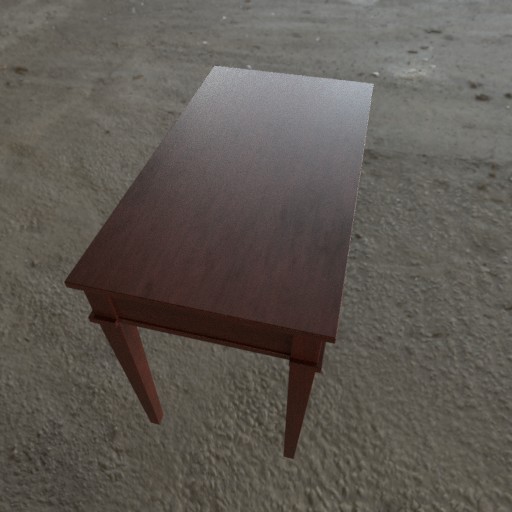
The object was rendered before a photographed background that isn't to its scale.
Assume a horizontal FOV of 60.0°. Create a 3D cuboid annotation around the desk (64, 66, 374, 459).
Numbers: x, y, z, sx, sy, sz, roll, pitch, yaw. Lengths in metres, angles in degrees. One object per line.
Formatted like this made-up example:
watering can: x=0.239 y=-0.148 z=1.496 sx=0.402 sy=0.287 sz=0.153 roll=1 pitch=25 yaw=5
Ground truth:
desk: x=0.000 y=0.000 z=1.455 sx=0.549 sy=0.762 sz=1.001 roll=10 pitch=48 yaw=9
